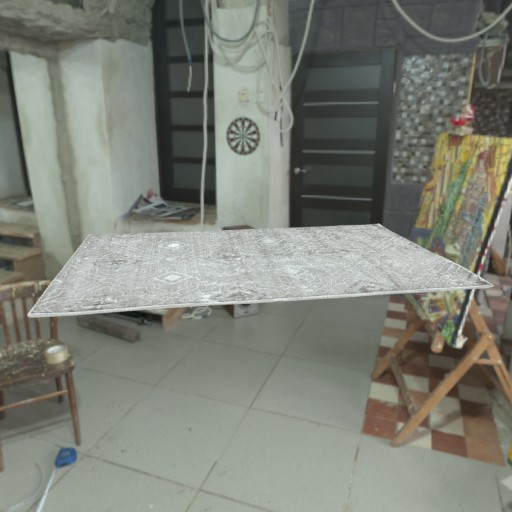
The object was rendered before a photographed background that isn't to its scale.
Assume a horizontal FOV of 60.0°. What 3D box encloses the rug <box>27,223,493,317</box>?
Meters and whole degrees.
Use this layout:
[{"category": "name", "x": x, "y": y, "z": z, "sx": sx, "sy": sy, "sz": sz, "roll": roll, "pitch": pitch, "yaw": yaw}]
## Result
[{"category": "rug", "x": 0.000, "y": 0.000, "z": 2.995, "sx": 2.447, "sy": 0.036, "sz": 1.537, "roll": -3, "pitch": 17, "yaw": -9}]
